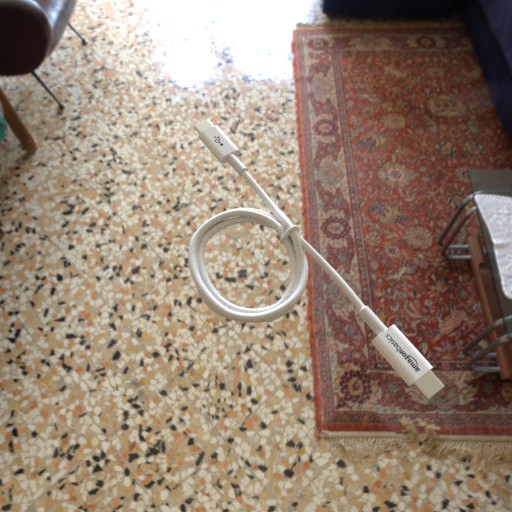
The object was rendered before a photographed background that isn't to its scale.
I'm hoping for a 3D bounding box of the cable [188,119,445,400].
[{"bbox_3d":[0.000,0.000,0.228,0.070,0.014,0.203,-31,64,-17],"label":"cable"}]
